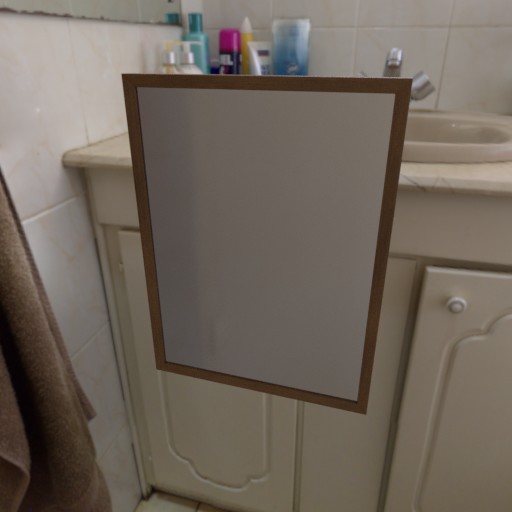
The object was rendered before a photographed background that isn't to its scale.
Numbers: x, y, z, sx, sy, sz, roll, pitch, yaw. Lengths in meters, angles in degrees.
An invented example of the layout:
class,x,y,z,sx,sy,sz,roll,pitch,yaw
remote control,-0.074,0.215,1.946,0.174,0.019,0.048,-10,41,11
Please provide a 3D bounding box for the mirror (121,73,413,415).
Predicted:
class,x,y,z,sx,sy,sz,roll,pitch,yaw
mirror,0.000,0.000,1.344,0.762,1.016,0.040,7,26,16
